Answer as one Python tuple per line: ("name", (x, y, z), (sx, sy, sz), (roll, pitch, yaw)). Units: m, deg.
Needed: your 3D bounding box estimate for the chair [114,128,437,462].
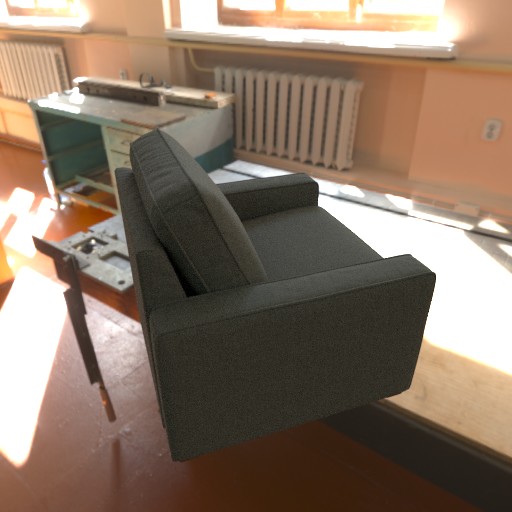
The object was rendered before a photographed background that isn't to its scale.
("chair", (0.000, 0.000, 1.757), (0.940, 0.919, 1.017), (-10, 32, -17))
